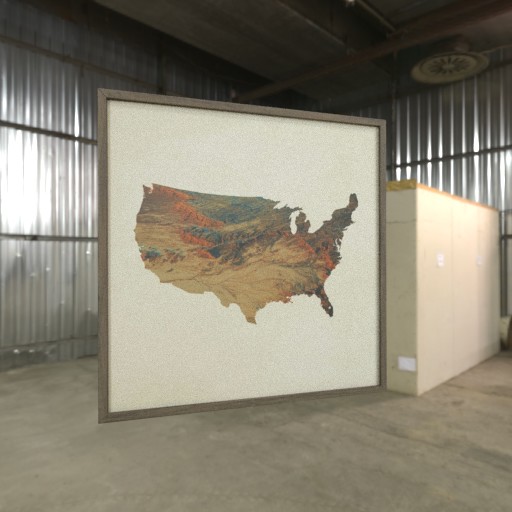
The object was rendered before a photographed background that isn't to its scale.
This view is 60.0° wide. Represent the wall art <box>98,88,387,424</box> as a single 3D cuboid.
[{"bbox_3d":[0.000,0.000,0.756,0.508,0.507,0.016,0,0,-18],"label":"wall art"}]
